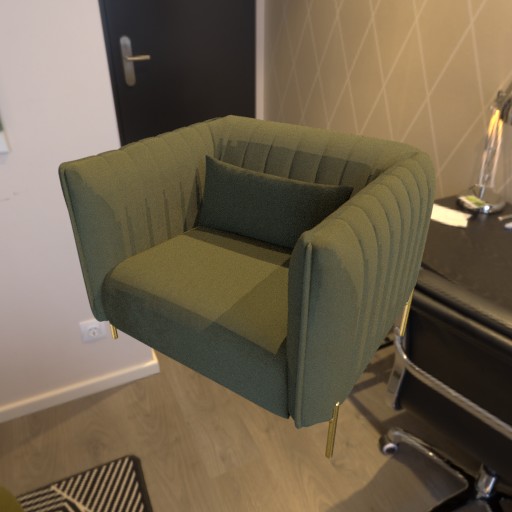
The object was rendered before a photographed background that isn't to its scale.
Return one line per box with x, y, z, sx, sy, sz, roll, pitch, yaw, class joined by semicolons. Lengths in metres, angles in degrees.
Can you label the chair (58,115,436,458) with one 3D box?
0.000;0.000;1.639;1.032;0.794;0.877;19;35;29;chair
